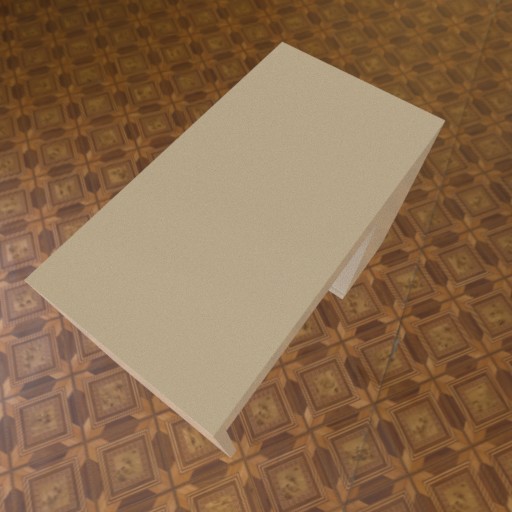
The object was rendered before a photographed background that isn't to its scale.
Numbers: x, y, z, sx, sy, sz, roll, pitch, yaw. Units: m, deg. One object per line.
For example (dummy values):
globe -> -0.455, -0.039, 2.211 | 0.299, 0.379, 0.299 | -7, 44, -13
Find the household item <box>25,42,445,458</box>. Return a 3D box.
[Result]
household item -> 0.000, 0.000, 1.538 | 0.597, 0.749, 1.100 | 33, 67, 16
